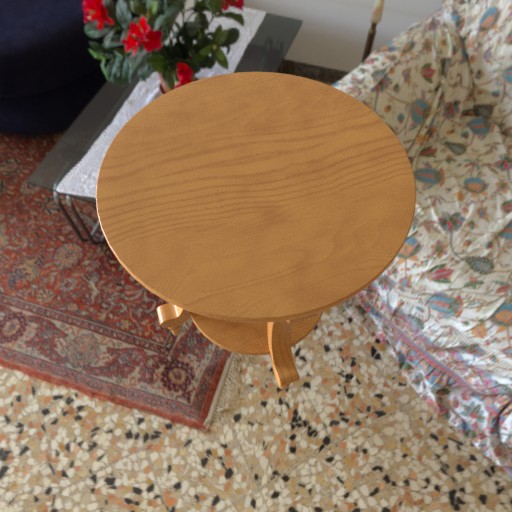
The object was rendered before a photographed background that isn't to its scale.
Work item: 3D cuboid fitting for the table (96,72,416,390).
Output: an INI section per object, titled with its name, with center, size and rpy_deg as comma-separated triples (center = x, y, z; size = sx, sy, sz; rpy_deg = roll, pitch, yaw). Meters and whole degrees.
[table]
center = 0.000, 0.000, 1.099
size = 0.597, 0.612, 0.597
rpy_deg = 0, 59, 0
